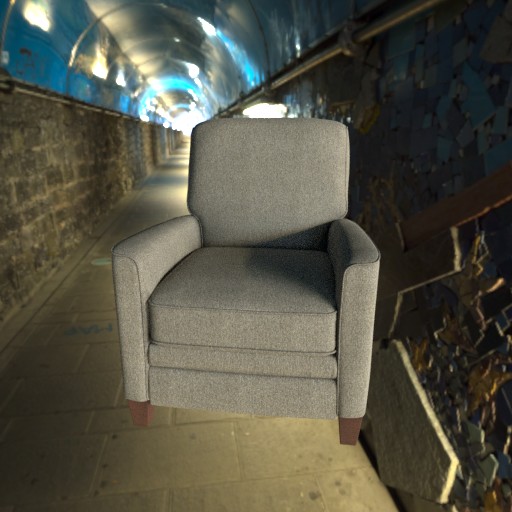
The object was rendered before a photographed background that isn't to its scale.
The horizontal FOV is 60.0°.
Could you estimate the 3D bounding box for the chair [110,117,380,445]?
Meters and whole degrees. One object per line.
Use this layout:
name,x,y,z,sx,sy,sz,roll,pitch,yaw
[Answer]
chair,0.000,0.000,1.691,0.841,1.028,0.858,2,16,7
